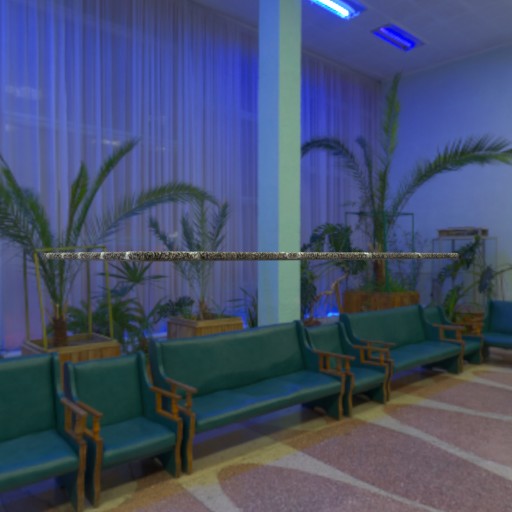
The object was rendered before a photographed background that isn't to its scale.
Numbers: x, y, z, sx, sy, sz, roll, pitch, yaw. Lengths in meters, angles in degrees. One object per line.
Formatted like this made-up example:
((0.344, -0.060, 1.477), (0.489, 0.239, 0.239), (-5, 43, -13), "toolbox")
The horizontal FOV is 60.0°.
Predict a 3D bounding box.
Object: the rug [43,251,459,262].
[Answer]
((0.000, 0.000, 2.281), (1.778, 0.030, 1.219), (0, 0, -37), "rug")
